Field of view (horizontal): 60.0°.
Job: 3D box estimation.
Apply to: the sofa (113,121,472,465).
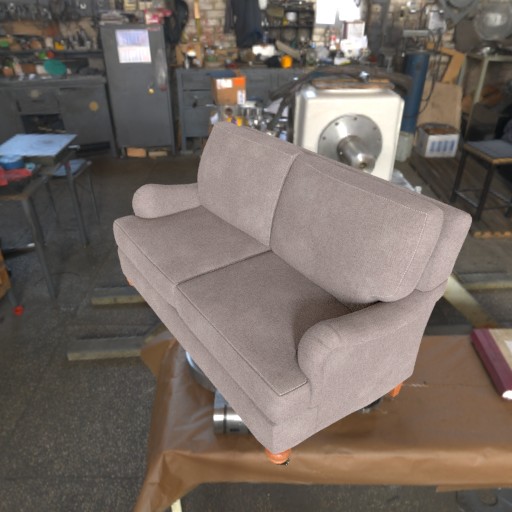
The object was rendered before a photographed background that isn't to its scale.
[{"bbox_3d":[0.000,0.000,2.515,1.084,1.101,1.853,-20,37,-29],"label":"sofa"}]
